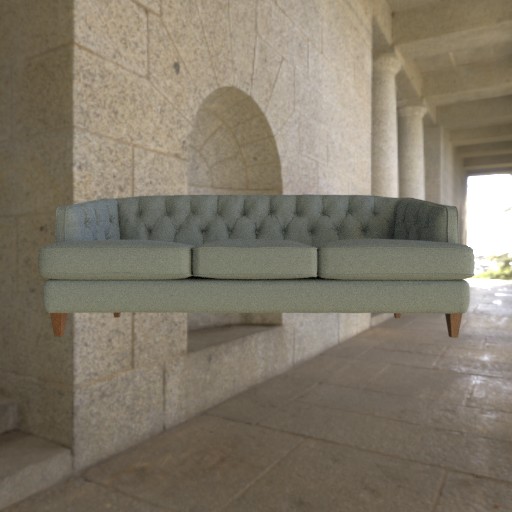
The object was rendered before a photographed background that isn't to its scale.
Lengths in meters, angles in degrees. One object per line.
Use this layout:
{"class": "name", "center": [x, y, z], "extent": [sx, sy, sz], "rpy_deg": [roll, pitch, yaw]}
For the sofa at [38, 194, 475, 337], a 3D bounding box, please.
{"class": "sofa", "center": [0.000, 0.000, 2.715], "extent": [2.278, 0.855, 0.941], "rpy_deg": [0, 0, 1]}
